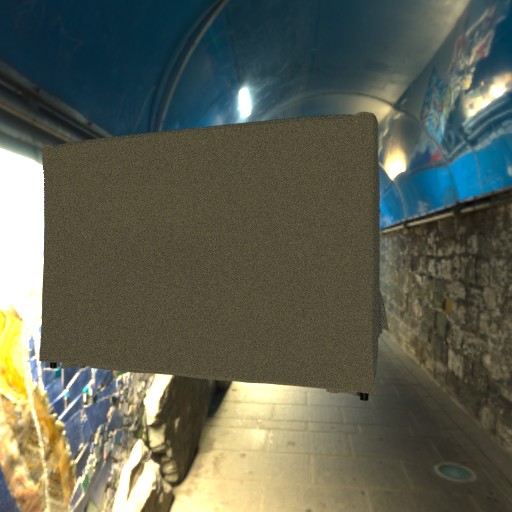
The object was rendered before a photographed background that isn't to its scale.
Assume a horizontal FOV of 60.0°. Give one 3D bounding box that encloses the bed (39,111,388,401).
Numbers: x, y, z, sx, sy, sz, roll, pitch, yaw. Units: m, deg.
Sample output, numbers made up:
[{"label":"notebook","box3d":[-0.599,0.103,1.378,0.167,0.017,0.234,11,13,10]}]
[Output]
[{"label":"bed","box3d":[0.000,0.000,3.353,1.925,1.332,2.276,0,0,19]}]
